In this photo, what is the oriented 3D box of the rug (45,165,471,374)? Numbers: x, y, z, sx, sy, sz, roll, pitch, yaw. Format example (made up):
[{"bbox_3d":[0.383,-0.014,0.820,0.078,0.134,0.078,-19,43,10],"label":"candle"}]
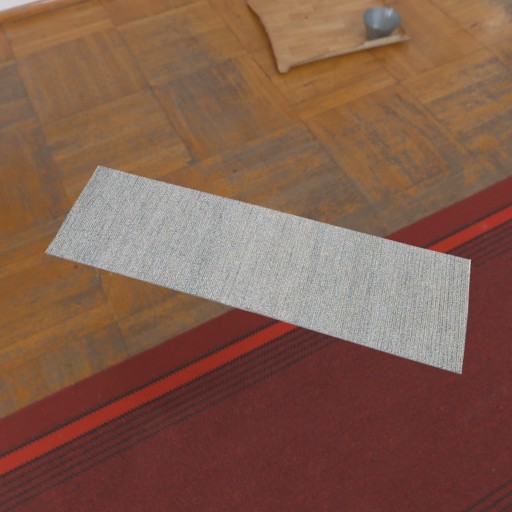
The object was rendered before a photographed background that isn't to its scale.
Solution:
[{"bbox_3d":[0.000,0.000,2.513,2.341,0.037,0.675,15,61,9],"label":"rug"}]
